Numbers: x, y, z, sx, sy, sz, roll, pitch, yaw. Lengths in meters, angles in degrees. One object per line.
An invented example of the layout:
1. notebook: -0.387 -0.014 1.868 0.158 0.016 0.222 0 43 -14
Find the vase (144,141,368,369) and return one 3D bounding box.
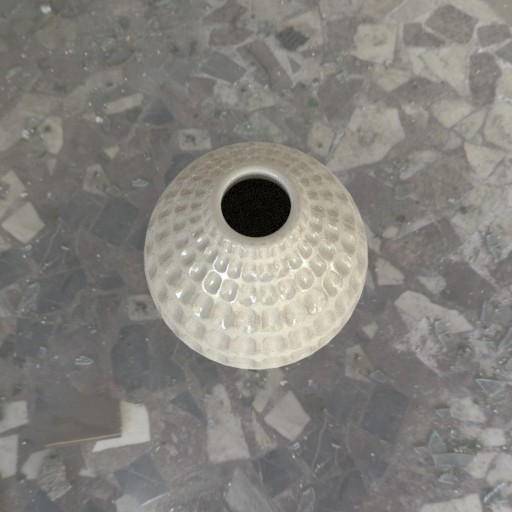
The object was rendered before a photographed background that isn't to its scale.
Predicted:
1. vase: 0.000 0.000 0.259 0.128 0.167 0.128 0 75 0
